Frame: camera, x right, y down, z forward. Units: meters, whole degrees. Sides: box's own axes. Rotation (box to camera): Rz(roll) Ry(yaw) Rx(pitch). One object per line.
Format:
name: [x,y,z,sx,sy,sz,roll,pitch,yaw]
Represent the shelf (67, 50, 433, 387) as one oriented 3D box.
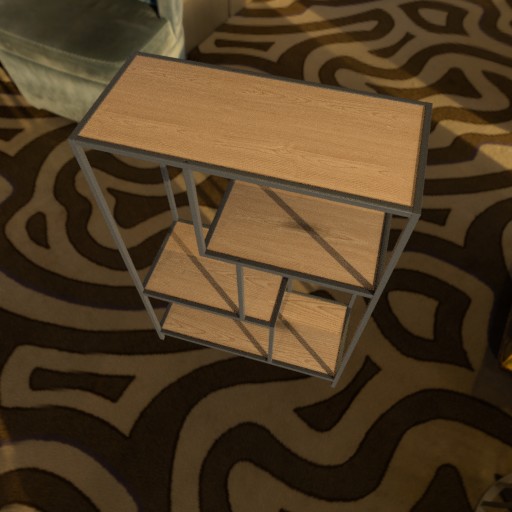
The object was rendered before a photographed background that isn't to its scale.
shelf: [0.000,0.000,1.492,0.770,1.138,0.350,14,58,9]
